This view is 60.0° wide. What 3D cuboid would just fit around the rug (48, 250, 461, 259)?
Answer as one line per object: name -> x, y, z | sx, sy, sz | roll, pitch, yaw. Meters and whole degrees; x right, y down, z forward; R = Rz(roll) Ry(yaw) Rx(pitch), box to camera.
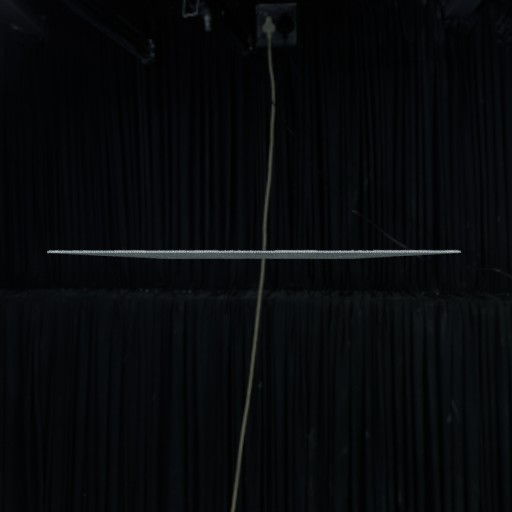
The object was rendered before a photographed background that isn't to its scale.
rug -> 0.000, 0.000, 4.095 | 2.423, 0.014, 3.040 | 0, -1, 1
